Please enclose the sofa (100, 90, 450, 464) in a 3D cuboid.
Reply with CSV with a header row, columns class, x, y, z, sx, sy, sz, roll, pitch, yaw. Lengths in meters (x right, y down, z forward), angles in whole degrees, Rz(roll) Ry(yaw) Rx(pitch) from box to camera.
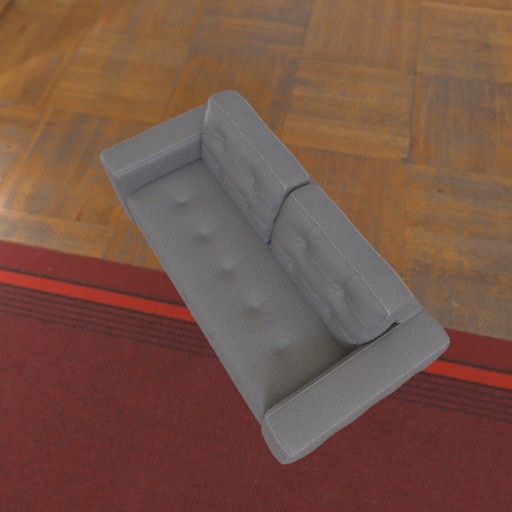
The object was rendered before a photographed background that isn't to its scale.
class,x,y,z,sx,sy,sz,roll,pitch,yaw
sofa,0.000,0.000,2.185,0.833,0.892,1.726,-30,67,-14
